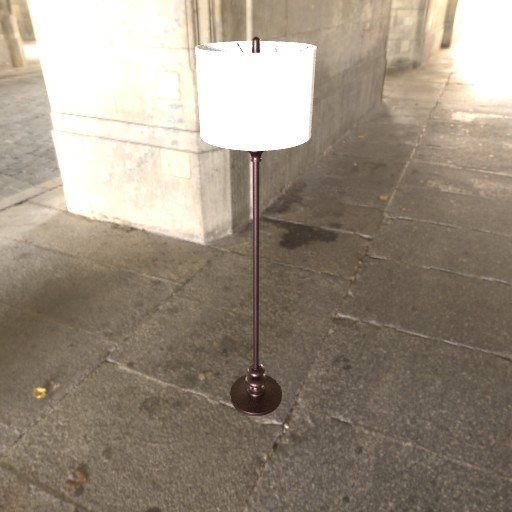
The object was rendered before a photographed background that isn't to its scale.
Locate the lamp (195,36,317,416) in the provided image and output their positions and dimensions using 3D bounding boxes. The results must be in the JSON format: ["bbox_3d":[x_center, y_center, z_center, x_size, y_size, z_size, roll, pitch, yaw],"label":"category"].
[{"bbox_3d":[0.000,0.000,1.672,0.356,1.487,0.356,-11,32,-18],"label":"lamp"}]
